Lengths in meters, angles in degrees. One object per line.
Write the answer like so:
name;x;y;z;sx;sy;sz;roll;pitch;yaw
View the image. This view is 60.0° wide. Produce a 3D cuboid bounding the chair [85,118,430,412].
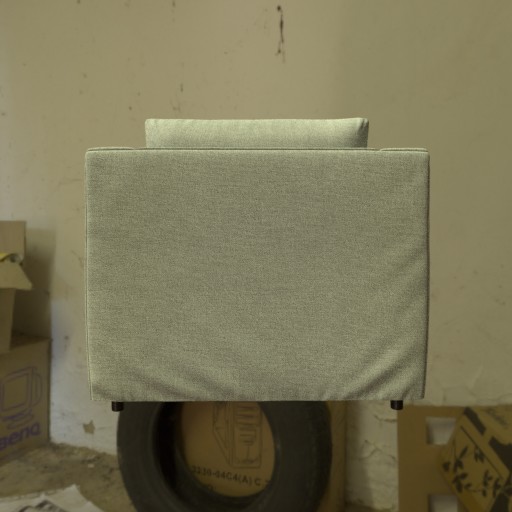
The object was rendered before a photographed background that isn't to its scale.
chair;0.000;0.000;2.011;1.194;1.059;1.071;0;1;-1
